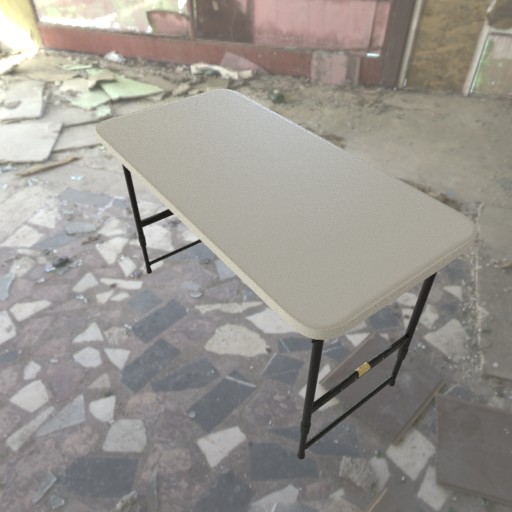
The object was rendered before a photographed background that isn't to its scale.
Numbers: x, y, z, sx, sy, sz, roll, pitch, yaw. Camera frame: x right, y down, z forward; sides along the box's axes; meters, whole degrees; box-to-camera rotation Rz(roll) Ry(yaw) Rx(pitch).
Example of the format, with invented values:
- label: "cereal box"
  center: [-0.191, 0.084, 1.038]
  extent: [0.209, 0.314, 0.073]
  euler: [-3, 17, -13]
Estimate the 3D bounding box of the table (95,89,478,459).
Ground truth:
- label: "table"
  center: [0.000, 0.000, 1.622]
  extent: [0.610, 0.737, 1.219]
  euler: [-27, 48, -27]
